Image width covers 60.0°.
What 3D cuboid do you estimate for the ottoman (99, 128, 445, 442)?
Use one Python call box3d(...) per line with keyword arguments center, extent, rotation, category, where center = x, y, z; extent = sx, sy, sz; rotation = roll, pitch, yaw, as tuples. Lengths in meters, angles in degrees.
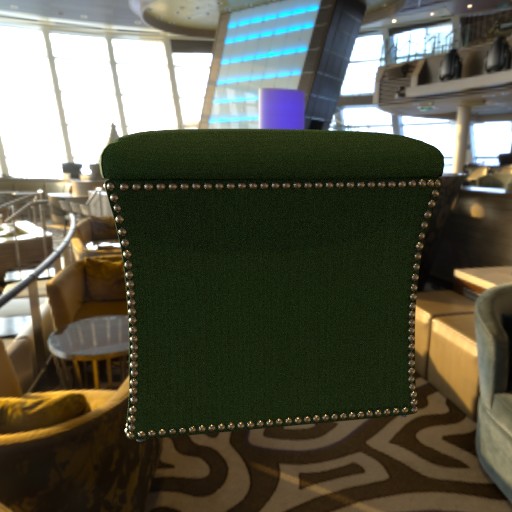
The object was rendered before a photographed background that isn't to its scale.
box3d(center=(0.000, 0.000, 0.880), extent=(0.507, 0.475, 0.497), rotation=(-2, 13, -9), category="ottoman")
